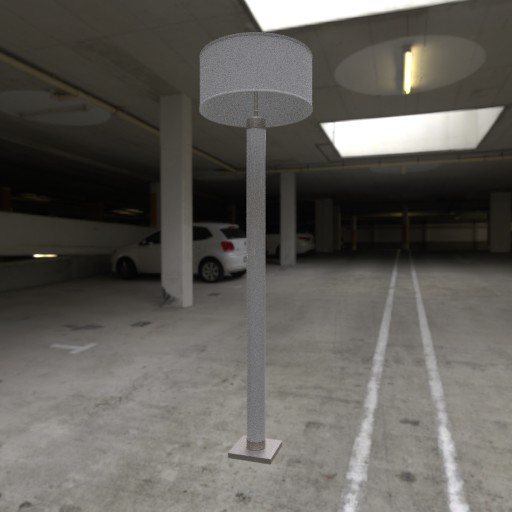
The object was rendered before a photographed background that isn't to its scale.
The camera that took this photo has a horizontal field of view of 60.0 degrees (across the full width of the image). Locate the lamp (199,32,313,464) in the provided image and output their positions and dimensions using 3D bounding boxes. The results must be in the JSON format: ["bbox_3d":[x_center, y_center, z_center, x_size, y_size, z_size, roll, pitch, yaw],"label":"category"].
[{"bbox_3d":[0.000,0.000,1.656,0.420,1.475,0.420,0,1,18],"label":"lamp"}]
